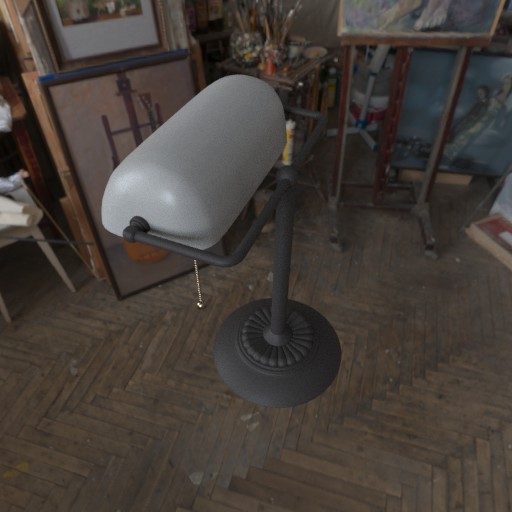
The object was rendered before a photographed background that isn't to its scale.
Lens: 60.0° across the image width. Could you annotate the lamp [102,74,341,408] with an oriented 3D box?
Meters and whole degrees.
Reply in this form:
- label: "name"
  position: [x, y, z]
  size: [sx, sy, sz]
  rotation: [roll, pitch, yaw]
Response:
- label: "lamp"
  position: [0.000, 0.000, 0.511]
  size: [0.243, 0.339, 0.264]
  rotation: [16, 47, 16]
